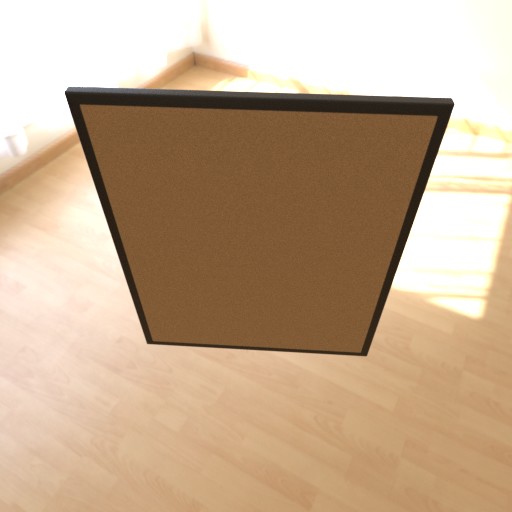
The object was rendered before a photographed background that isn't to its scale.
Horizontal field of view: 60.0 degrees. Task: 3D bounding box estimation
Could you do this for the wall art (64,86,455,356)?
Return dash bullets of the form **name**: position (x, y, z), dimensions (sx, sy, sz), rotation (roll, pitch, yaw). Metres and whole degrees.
- **wall art**: position (0.000, 0.000, 0.760), dimensions (0.481, 0.582, 0.018), rotation (3, 47, 3)
